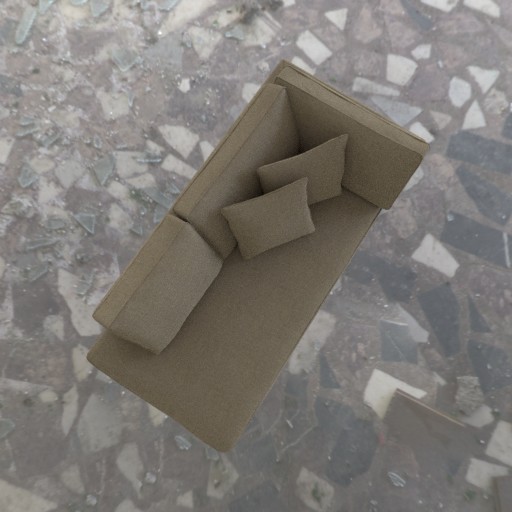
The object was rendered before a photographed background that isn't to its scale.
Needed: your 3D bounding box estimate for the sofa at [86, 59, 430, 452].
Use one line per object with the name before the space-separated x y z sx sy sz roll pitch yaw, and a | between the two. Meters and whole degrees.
sofa | 0.000 0.000 2.843 1.110 1.019 2.238 33 79 7
